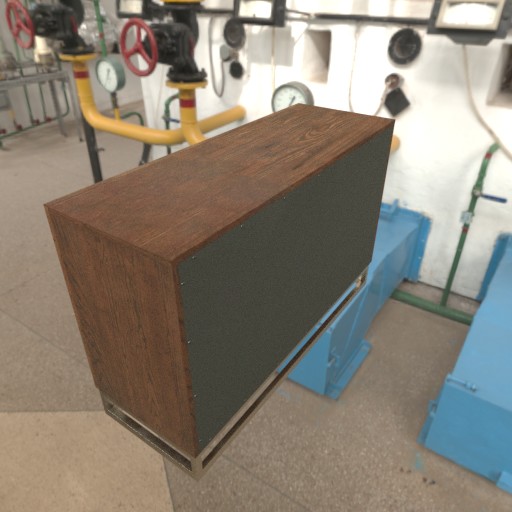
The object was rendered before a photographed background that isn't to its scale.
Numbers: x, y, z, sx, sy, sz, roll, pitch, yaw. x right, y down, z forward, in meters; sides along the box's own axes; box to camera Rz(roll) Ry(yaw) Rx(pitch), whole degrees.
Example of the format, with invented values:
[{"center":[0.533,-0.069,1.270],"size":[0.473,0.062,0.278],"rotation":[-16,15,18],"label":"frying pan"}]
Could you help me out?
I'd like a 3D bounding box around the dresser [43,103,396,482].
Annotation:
[{"center":[0.000,0.000,2.182],"size":[0.623,1.061,1.646],"rotation":[21,38,29],"label":"dresser"}]
